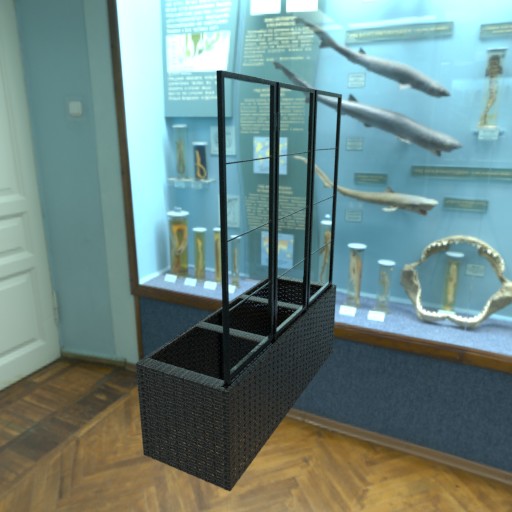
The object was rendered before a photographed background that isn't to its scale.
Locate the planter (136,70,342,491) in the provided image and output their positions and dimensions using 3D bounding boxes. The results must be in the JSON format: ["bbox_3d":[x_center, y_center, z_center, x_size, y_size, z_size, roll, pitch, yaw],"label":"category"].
[{"bbox_3d":[0.000,0.000,1.179,0.244,0.841,0.699,8,18,26],"label":"planter"}]
